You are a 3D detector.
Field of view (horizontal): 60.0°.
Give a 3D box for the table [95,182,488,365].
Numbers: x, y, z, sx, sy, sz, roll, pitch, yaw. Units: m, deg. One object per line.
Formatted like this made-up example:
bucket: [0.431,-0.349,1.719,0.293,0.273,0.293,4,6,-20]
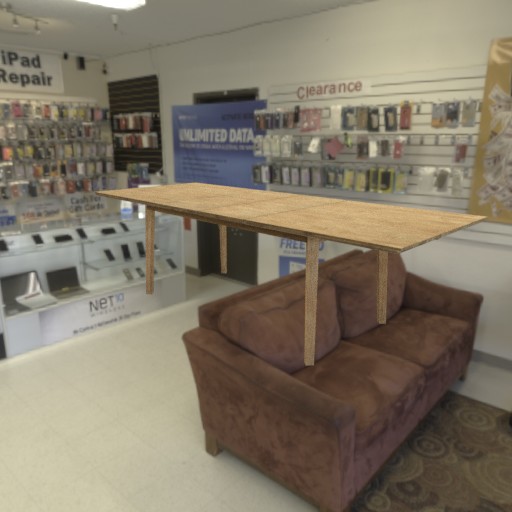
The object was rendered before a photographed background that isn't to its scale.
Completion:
table: [0.000,0.000,3.080,2.603,0.752,1.000,15,21,43]
